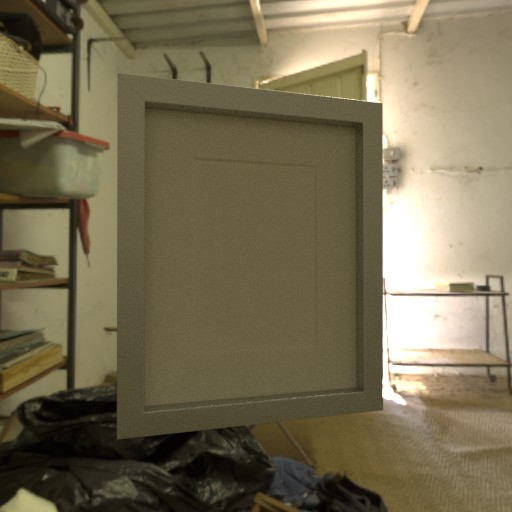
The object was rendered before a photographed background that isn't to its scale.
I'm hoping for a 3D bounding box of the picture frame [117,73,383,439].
[{"bbox_3d":[0.000,0.000,0.390,0.233,0.282,0.036,0,0,-16],"label":"picture frame"}]
